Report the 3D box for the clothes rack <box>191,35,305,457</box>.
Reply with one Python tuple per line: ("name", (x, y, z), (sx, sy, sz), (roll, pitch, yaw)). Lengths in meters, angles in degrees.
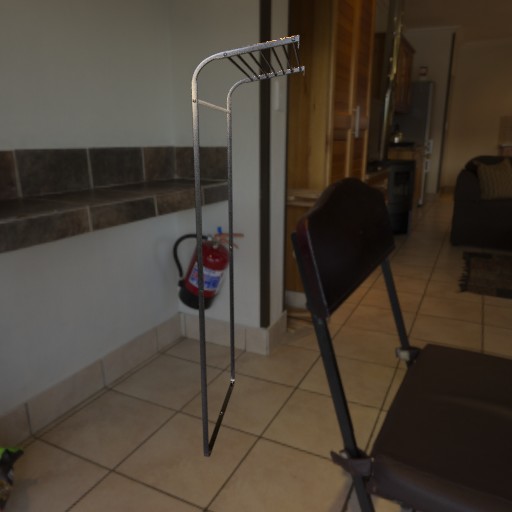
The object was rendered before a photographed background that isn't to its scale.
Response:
("clothes rack", (0.000, 0.000, 1.873), (0.349, 1.574, 0.609), (2, 15, 7))
